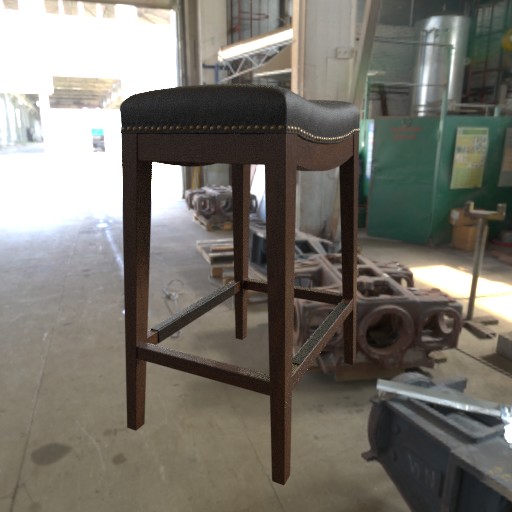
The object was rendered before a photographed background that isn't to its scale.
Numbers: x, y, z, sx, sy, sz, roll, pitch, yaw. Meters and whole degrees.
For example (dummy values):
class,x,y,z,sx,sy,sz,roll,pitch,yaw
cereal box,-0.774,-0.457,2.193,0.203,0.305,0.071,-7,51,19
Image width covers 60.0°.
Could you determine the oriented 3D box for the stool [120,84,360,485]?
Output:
class,x,y,z,sx,sy,sz,roll,pitch,yaw
stool,0.000,0.000,0.966,0.353,0.664,0.490,8,17,25
